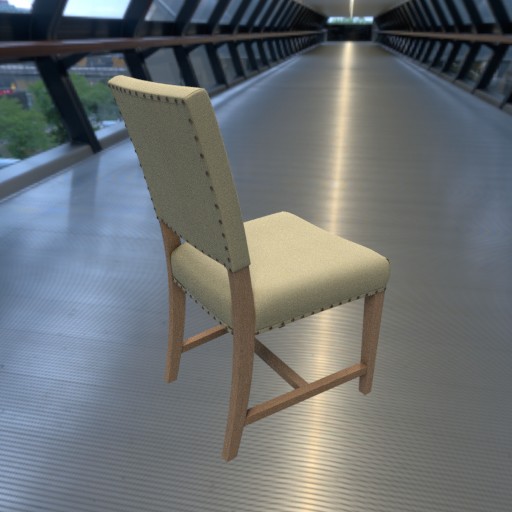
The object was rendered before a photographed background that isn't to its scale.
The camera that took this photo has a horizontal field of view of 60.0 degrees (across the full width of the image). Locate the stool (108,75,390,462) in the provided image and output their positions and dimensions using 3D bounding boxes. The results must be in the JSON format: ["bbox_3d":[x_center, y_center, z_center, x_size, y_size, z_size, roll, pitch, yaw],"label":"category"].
[{"bbox_3d":[0.000,0.000,1.307,0.623,0.986,0.508,-17,31,-31],"label":"stool"}]
